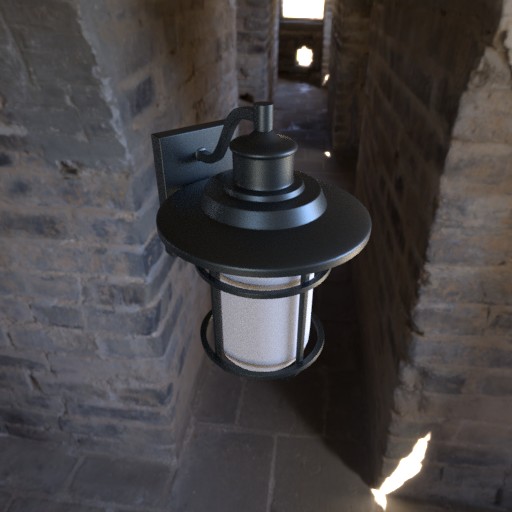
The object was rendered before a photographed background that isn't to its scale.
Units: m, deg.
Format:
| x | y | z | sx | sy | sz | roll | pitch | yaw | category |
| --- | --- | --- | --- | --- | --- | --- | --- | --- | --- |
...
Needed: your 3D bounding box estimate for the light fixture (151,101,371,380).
| x | y | z | sx | sy | sz | roll | pitch | yaw | category |
| --- | --- | --- | --- | --- | --- | --- | --- | --- | --- |
| 0.000 | 0.000 | 0.511 | 0.222 | 0.345 | 0.252 | -23 | 38 | -32 | light fixture |
